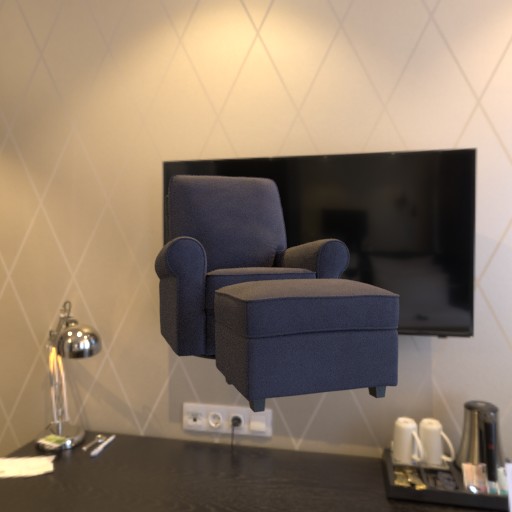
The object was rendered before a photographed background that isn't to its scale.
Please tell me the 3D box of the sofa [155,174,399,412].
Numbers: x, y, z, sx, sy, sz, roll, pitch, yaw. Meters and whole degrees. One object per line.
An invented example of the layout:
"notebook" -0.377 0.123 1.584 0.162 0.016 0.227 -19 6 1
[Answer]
"sofa" 0.000 0.000 2.085 0.880 0.959 1.478 0 0 -18
